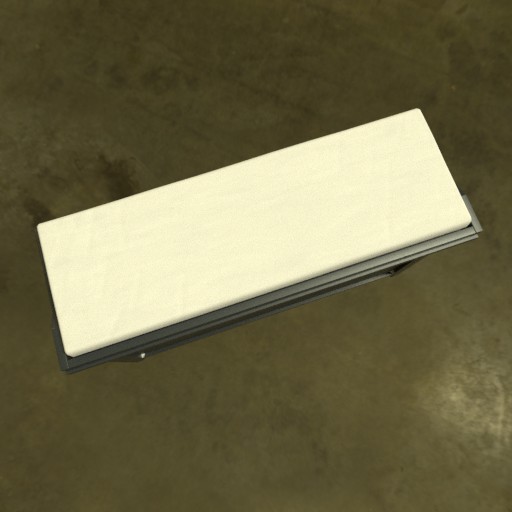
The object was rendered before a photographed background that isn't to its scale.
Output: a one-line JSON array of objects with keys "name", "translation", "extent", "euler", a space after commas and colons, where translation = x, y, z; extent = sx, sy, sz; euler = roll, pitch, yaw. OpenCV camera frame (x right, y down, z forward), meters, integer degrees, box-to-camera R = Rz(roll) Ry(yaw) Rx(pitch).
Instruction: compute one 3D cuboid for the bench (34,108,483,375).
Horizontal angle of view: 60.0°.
[{"name": "bench", "translation": [0.000, 0.000, 1.241], "extent": [0.973, 0.561, 0.345], "euler": [-18, 77, -4]}]
